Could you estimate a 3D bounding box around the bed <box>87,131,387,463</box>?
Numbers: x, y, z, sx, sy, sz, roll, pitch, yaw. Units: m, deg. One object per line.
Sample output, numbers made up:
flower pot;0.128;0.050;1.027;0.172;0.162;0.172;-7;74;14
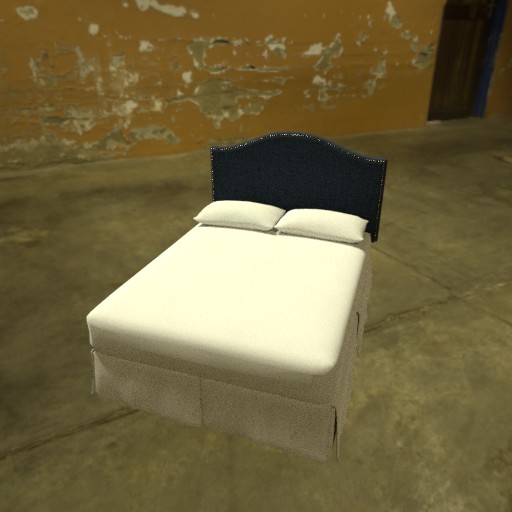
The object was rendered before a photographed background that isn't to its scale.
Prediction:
bed;0.000;0.000;3.382;1.713;1.518;2.153;8;27;17
